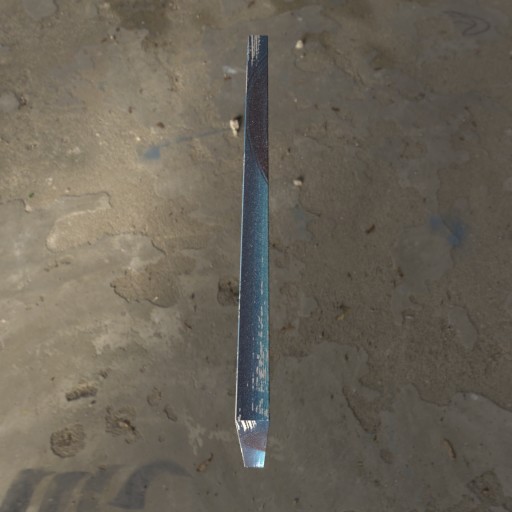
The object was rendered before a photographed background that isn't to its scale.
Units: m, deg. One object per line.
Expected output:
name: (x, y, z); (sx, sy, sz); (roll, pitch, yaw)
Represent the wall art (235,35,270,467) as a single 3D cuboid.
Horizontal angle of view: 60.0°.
wall art: (0.000, 0.000, 0.750); (0.033, 0.406, 0.609); (1, 59, 0)
